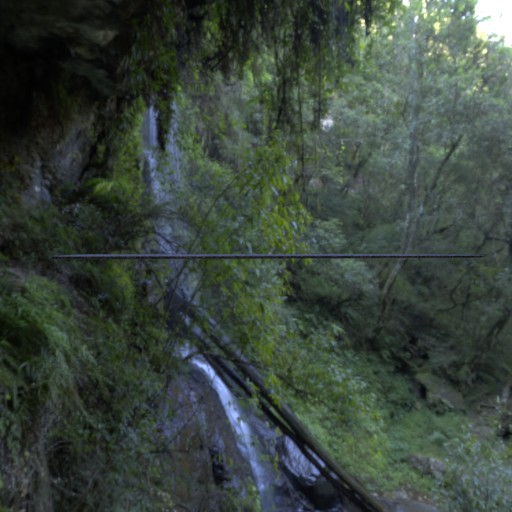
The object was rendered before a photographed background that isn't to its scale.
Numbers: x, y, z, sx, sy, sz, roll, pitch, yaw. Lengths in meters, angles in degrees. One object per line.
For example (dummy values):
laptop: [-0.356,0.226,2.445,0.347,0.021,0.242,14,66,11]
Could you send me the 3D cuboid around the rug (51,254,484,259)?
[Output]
rug: [0.000,0.000,2.230,1.752,0.013,1.158,0,0,-18]
